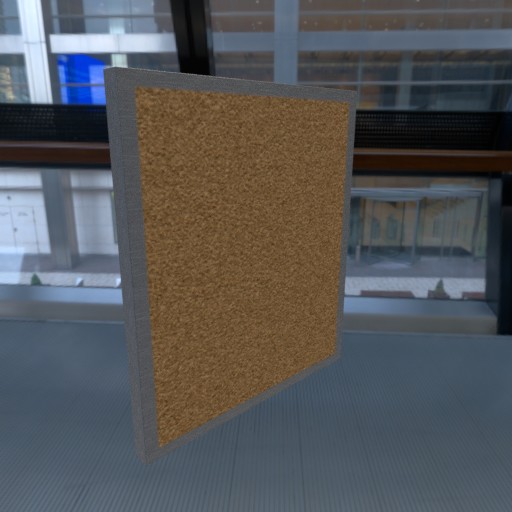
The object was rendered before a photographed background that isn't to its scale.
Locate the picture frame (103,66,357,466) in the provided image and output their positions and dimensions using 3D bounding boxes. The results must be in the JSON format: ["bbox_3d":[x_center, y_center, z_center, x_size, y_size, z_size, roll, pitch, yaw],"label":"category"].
[{"bbox_3d":[0.000,0.000,0.517,0.327,0.378,0.027,-14,21,-41],"label":"picture frame"}]
